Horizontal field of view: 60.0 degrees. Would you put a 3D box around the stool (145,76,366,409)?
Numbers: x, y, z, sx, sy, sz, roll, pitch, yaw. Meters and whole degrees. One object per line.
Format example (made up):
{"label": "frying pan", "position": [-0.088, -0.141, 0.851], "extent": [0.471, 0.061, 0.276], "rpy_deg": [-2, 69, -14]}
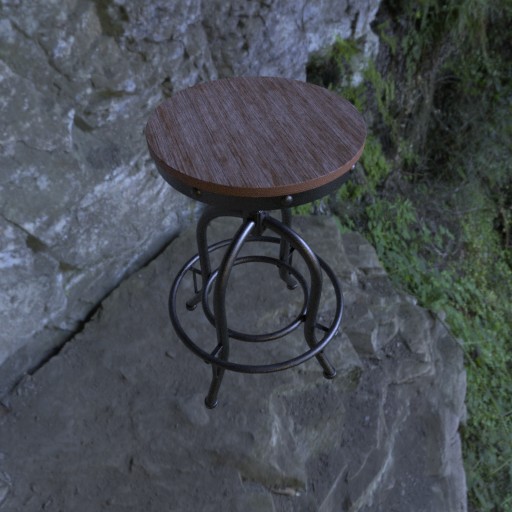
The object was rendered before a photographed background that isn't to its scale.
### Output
{"label": "stool", "position": [0.000, 0.000, 0.926], "extent": [0.439, 0.609, 0.439], "rpy_deg": [22, 49, 21]}
